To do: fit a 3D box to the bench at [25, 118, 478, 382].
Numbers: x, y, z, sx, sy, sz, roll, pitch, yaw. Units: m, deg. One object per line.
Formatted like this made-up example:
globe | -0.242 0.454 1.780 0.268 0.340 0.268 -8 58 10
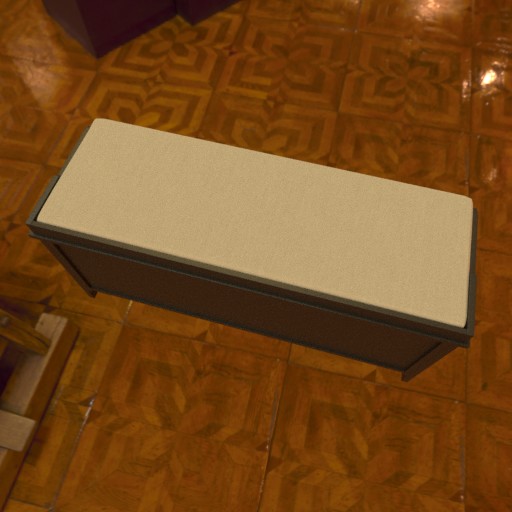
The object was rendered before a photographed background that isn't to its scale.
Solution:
bench | 0.000 0.000 1.367 1.140 0.501 0.398 14 63 7
